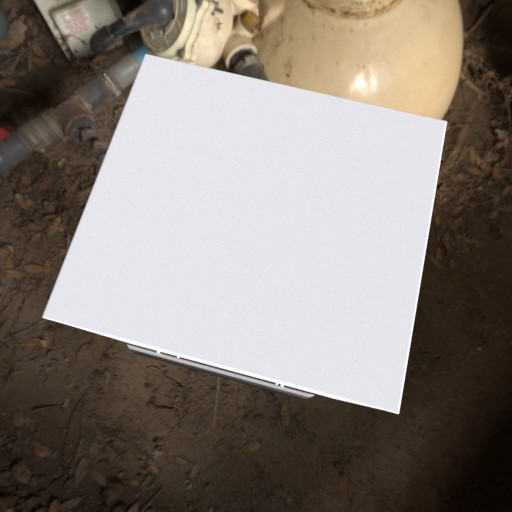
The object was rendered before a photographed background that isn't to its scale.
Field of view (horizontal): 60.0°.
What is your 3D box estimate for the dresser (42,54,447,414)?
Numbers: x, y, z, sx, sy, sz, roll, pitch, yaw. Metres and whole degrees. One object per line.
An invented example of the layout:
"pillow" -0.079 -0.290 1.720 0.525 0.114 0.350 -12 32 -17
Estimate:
"dresser" 0.000 0.000 0.734 0.430 0.360 0.400 14 75 4
